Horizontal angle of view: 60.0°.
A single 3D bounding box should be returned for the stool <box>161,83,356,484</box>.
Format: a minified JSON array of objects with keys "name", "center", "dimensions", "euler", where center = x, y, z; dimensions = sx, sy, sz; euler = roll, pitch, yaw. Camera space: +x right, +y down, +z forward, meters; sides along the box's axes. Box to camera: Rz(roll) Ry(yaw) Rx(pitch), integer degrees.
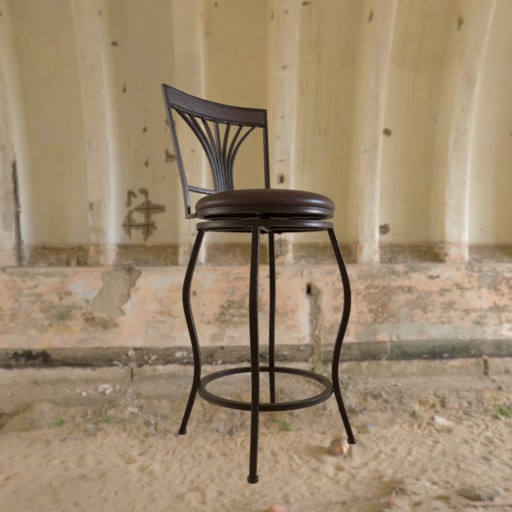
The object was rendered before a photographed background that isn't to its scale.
[{"name":"stool","center":[0.000,0.000,1.393],"dimensions":[0.433,1.117,0.514],"euler":[0,0,-37]}]
